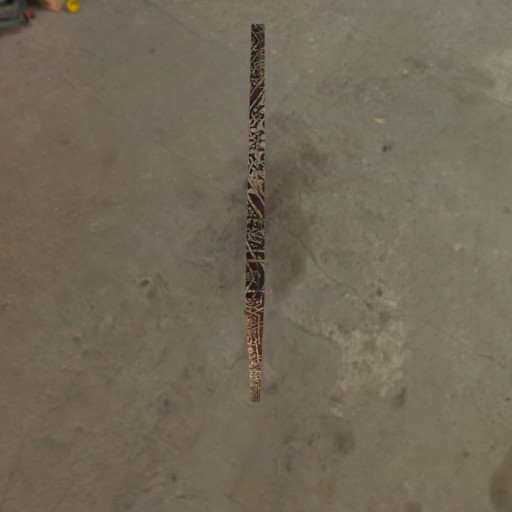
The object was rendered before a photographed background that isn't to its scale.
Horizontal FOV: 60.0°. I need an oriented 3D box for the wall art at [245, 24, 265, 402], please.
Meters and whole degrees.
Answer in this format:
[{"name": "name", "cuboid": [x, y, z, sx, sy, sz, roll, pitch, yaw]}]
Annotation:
[{"name": "wall art", "cuboid": [0.000, 0.000, 1.169, 0.030, 0.904, 0.599, 0, 63, 0]}]
